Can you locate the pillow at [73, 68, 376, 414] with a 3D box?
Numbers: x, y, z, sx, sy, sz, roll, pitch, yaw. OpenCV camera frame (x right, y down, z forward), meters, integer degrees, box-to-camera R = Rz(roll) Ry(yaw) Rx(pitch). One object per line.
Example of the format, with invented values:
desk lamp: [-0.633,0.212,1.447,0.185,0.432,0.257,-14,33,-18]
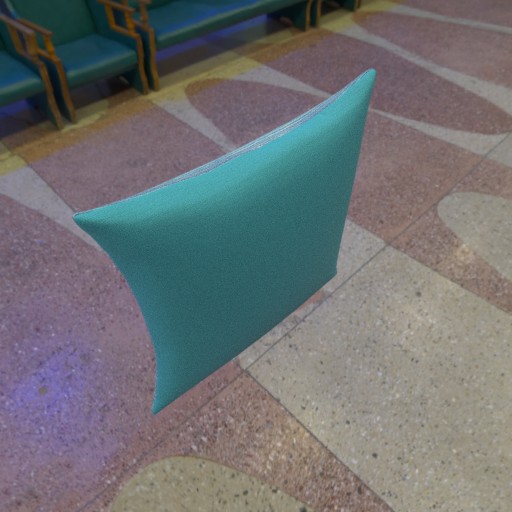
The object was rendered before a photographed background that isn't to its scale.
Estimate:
pillow: [0.000,0.000,0.758,0.514,0.497,0.150,-33,55,-27]
